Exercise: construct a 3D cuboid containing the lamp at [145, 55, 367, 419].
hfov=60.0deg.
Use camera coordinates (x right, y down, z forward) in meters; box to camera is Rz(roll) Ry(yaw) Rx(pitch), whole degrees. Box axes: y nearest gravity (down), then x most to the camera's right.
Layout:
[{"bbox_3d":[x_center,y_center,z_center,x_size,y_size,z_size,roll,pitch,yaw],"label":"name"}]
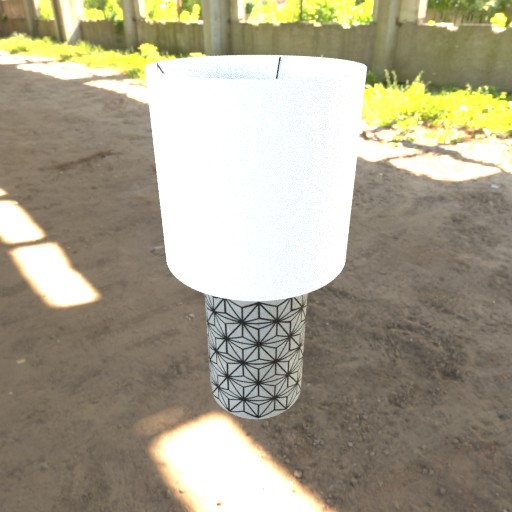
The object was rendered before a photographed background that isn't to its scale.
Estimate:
[{"bbox_3d":[0.000,0.000,0.522,0.206,0.416,0.206,7,30,13],"label":"lamp"}]
